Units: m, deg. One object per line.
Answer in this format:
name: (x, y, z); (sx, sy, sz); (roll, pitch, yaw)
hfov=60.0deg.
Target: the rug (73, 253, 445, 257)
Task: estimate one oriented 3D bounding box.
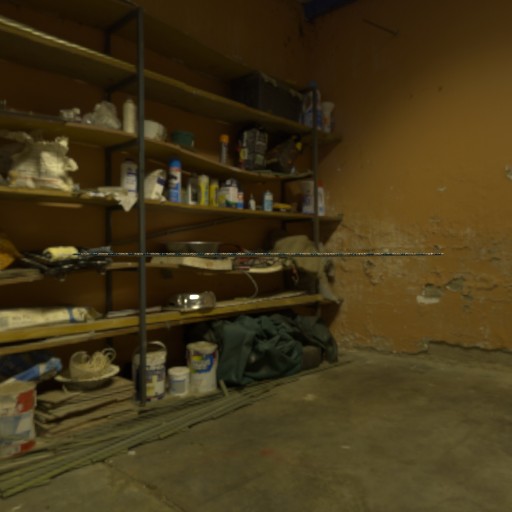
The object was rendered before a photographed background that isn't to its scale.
rug: (0.000, 0.000, 3.032); (1.531, 0.008, 2.439); (0, 0, 0)
